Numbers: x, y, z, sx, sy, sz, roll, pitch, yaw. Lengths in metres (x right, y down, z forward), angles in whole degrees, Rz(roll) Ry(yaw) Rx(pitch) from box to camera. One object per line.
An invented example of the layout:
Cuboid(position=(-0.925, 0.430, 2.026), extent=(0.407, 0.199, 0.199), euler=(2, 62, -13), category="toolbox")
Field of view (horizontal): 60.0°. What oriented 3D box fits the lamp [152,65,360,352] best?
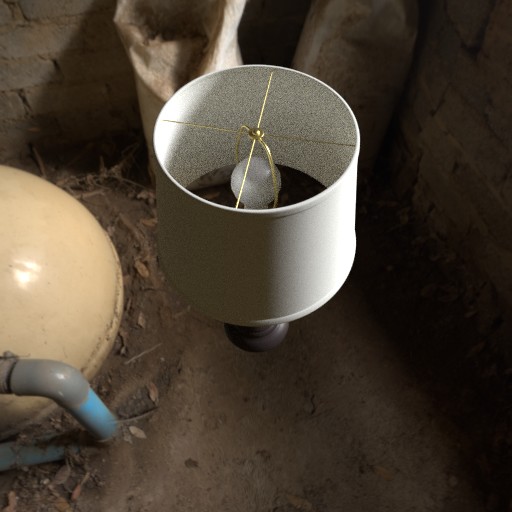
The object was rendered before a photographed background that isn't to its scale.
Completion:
Cuboid(position=(0.000, 0.000, 0.814), extent=(0.335, 0.611, 0.335), euler=(0, 59, 0), category="lamp")
